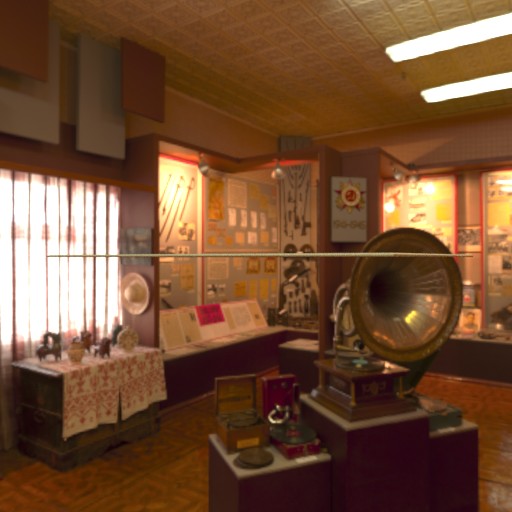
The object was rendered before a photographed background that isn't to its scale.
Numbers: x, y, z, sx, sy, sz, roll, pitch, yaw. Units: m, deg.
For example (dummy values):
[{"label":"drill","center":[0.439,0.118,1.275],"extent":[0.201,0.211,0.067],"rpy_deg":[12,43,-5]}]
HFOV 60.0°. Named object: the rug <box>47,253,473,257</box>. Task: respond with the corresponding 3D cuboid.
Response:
[{"label":"rug","center":[0.000,0.000,3.414],"extent":[2.746,0.018,1.819],"rpy_deg":[0,0,36]}]
